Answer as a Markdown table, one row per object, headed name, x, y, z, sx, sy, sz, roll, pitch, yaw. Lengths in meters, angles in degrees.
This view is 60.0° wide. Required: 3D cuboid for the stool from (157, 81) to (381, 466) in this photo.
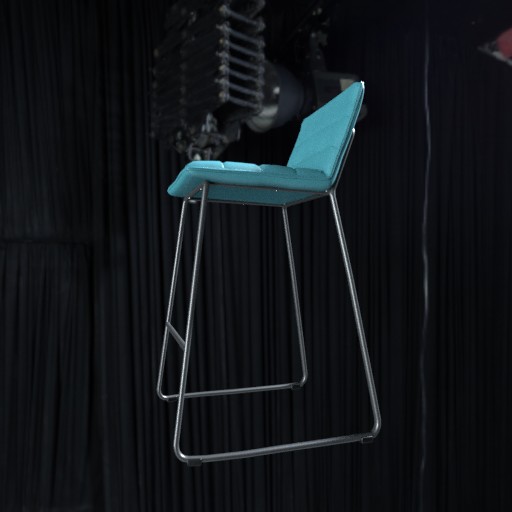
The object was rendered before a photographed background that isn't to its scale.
| name | x | y | z | sx | sy | sz | roll | pitch | yaw |
| --- | --- | --- | --- | --- | --- | --- | --- | --- | --- |
| stool | 0.000 | 0.000 | 1.277 | 0.524 | 0.936 | 0.489 | 0 | 0 | -17 |
